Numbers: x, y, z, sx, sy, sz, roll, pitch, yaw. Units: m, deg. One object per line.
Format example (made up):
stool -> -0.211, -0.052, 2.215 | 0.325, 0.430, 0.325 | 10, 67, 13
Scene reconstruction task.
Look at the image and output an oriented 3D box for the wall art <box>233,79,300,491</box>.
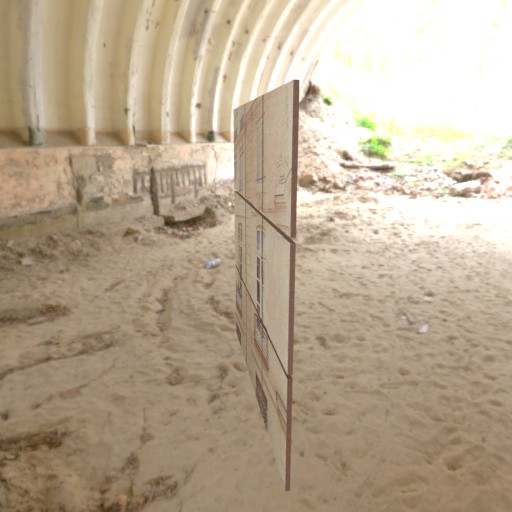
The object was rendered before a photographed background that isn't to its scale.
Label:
wall art -> 0.000, 0.000, 1.826 | 0.024, 1.218, 1.221 | -3, 15, -9
